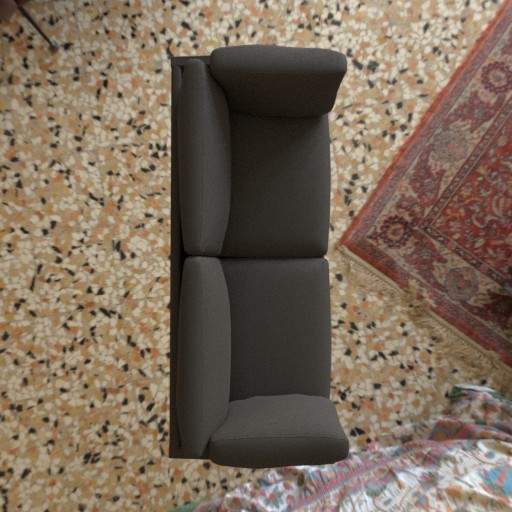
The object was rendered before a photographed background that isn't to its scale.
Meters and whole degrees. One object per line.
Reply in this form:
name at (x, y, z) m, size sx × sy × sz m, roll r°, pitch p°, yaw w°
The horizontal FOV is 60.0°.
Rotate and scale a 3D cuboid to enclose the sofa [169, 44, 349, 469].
sofa at (0.000, 0.000, 2.665) m, size 0.969 × 0.792 × 2.312 m, roll 0°, pitch 88°, yaw -1°
